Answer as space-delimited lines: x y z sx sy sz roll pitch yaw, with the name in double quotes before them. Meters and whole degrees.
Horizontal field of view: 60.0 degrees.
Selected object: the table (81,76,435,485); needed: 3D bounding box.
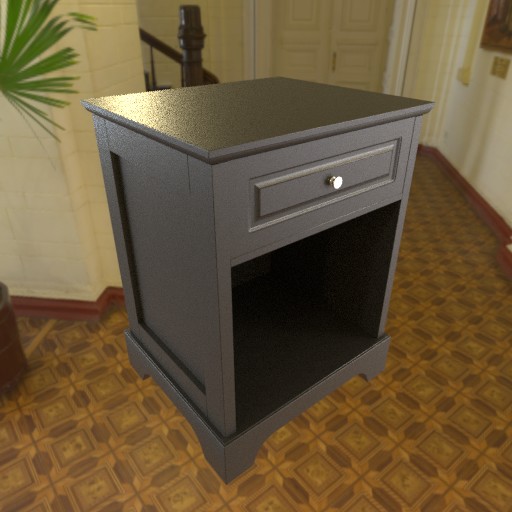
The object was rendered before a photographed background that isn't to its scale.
"table" 0.000 0.000 0.908 0.460 0.610 0.399 -22 36 -33
